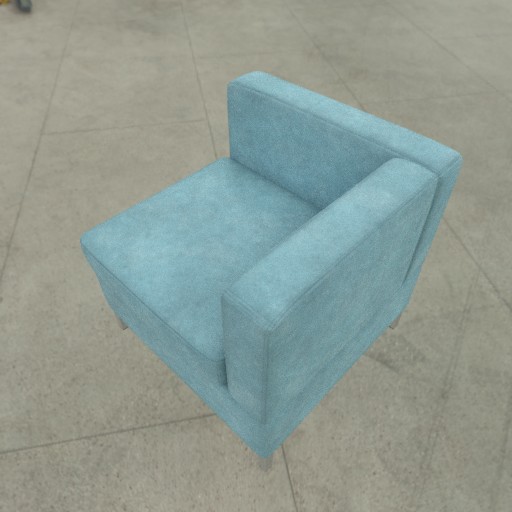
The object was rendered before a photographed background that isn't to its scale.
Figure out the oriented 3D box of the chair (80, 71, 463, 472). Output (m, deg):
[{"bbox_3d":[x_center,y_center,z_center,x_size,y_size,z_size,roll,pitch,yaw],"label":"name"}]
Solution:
[{"bbox_3d":[0.000,0.000,1.202,0.691,0.660,0.684,35,55,29],"label":"chair"}]
